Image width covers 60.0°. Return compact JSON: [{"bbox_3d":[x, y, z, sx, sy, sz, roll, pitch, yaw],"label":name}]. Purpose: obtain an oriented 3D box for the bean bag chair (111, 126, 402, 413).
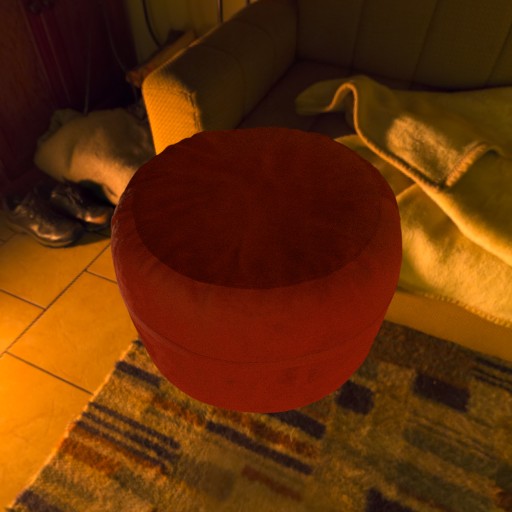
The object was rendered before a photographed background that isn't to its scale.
[{"bbox_3d":[0.000,0.000,1.980,1.219,0.762,1.219,0,46,0],"label":"bean bag chair"}]
